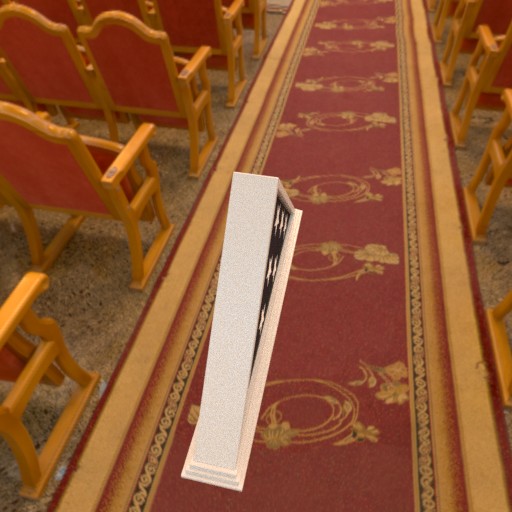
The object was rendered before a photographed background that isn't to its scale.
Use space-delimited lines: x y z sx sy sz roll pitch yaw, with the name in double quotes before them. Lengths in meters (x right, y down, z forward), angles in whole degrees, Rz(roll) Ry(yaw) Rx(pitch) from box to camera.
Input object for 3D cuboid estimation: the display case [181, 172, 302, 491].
"display case" 0.000 0.000 0.757 0.095 0.340 0.640 9 48 8
